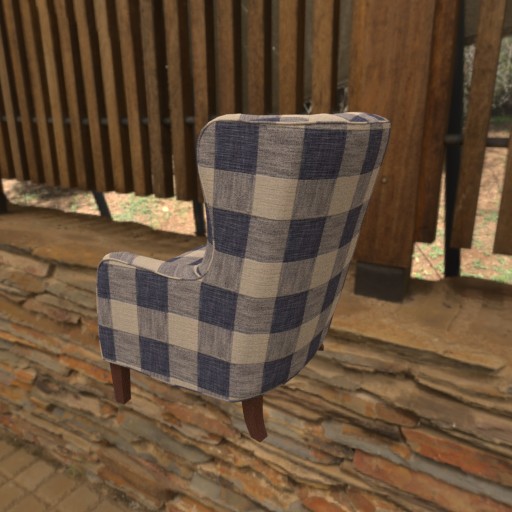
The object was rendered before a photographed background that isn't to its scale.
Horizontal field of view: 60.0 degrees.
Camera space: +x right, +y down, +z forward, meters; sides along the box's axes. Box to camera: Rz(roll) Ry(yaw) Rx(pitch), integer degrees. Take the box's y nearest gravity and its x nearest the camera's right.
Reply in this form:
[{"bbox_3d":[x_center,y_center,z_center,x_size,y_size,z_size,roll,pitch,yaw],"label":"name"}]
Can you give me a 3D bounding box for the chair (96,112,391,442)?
[{"bbox_3d":[0.000,0.000,1.691,0.889,1.041,0.830,8,19,24],"label":"chair"}]
